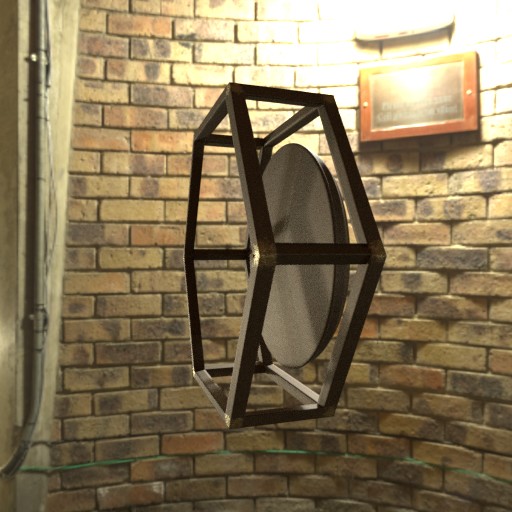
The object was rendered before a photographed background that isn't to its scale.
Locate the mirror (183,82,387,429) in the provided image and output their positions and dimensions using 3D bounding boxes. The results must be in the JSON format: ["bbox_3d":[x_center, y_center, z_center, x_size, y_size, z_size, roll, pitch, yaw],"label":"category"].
[{"bbox_3d":[0.000,0.000,0.536,0.119,0.334,0.380,0,0,-18],"label":"mirror"}]
